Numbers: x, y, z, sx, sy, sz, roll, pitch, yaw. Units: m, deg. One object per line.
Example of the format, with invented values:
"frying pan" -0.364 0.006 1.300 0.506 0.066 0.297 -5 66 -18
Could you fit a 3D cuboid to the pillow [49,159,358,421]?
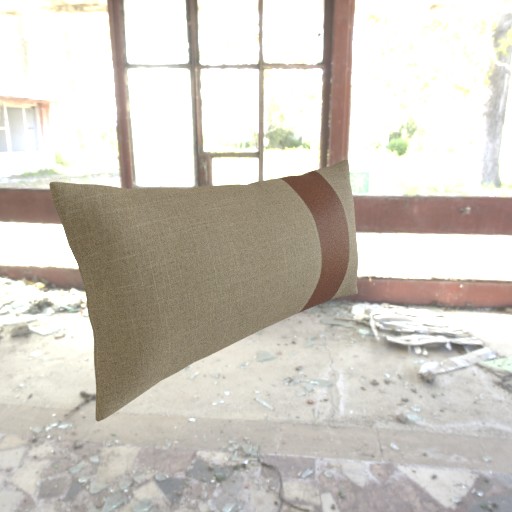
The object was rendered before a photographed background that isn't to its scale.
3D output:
"pillow" 0.000 0.000 0.723 0.155 0.282 0.612 14 21 41
